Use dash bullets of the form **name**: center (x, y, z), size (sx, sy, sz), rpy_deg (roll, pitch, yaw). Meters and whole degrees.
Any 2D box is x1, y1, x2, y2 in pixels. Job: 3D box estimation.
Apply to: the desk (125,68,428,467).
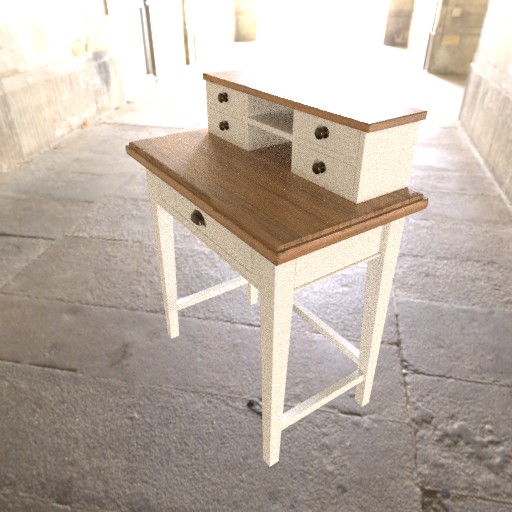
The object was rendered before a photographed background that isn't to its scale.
- **desk**: center (0.000, 0.000, 1.405), size (0.462, 0.981, 0.814), rpy_deg (-20, 37, -29)
